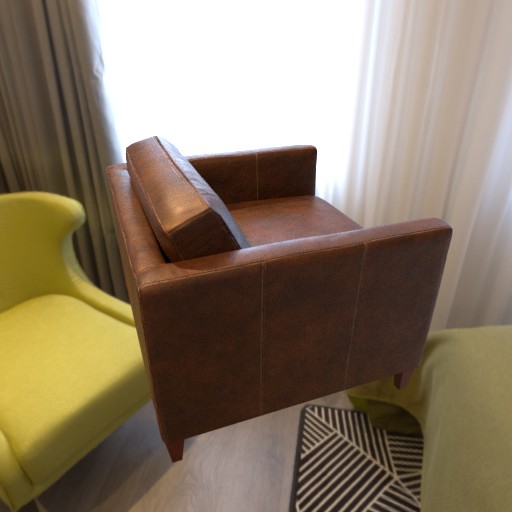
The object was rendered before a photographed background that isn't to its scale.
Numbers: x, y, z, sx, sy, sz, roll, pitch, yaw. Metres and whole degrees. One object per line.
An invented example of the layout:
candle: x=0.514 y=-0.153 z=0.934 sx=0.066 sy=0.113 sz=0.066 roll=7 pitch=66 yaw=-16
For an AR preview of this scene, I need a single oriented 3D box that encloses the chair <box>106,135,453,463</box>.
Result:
chair: x=0.000 y=0.000 z=1.729 sx=0.975 sy=0.864 sz=0.990 roll=-11 pitch=31 yaw=-18
